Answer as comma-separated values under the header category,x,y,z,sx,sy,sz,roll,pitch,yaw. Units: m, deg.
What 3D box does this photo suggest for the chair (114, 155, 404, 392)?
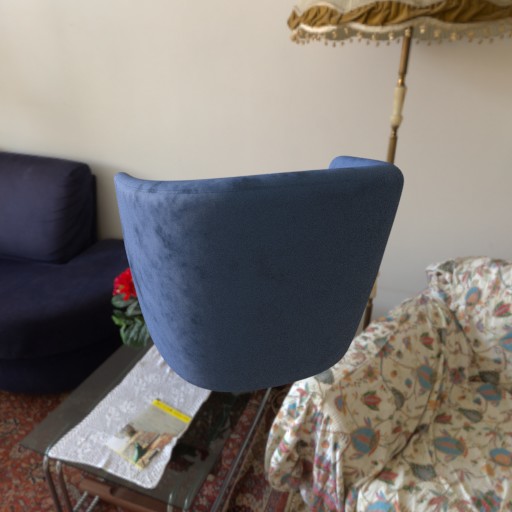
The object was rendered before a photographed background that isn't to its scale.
category,x,y,z,sx,sy,sz,roll,pitch,yaw
chair,0.000,0.000,1.357,0.773,0.698,0.767,-7,27,-15
